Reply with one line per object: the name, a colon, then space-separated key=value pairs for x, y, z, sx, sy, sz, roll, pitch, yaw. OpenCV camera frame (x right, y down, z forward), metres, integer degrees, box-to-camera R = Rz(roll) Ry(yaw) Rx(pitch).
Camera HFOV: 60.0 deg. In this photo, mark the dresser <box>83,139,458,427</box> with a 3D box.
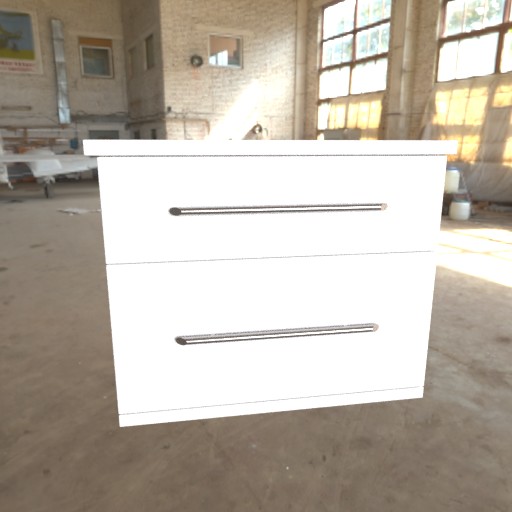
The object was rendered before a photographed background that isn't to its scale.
dresser: x=0.000 y=0.000 z=0.720 sx=0.430 sy=0.360 sz=0.400 roll=-2 pitch=14 yaw=-9
